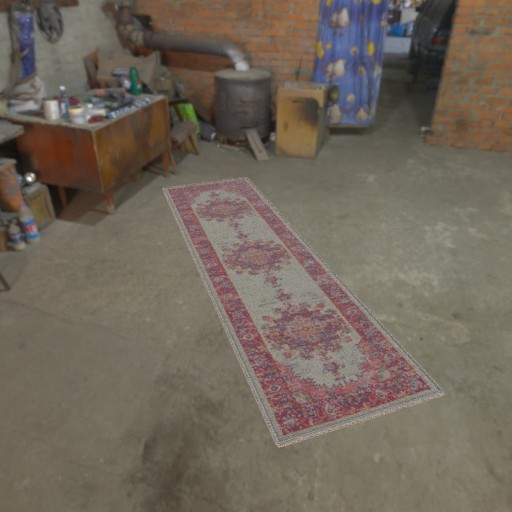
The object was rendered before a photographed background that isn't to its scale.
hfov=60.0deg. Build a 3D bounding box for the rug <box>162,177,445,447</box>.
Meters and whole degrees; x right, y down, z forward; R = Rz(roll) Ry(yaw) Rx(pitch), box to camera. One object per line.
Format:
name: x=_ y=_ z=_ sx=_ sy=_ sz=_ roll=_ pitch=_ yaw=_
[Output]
rug: x=0.000 y=0.000 z=2.446 sx=0.666 sy=0.011 sz=2.294 roll=-10 pitch=33 yaw=-17
